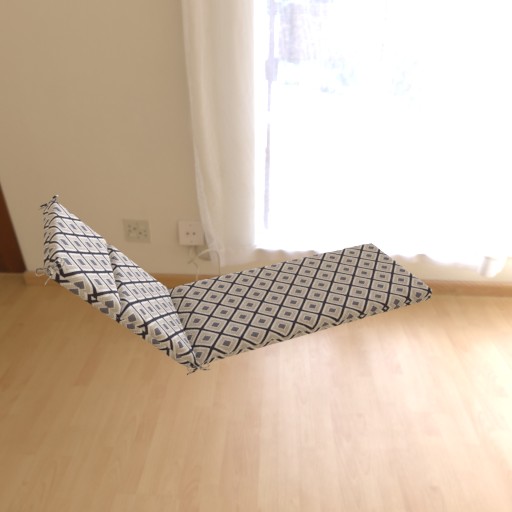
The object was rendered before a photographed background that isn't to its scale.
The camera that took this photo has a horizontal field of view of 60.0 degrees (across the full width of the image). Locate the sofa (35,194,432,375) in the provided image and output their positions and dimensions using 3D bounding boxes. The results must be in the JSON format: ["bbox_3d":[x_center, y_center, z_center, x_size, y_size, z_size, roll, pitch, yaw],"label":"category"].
[{"bbox_3d":[0.000,0.000,1.962,1.663,0.622,0.582,-12,33,-19],"label":"sofa"}]
